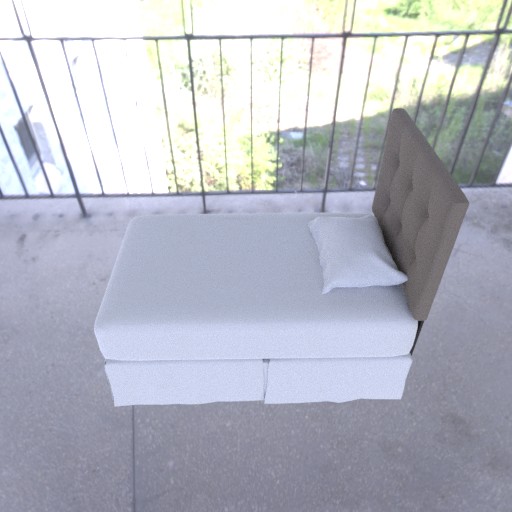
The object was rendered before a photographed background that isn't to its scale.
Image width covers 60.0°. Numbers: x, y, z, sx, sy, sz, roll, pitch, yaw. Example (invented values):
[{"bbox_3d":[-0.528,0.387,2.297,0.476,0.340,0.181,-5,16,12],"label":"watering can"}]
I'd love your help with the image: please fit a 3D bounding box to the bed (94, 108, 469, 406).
[{"bbox_3d":[0.000,0.000,2.962,1.997,1.571,1.261,-1,40,-1],"label":"bed"}]
